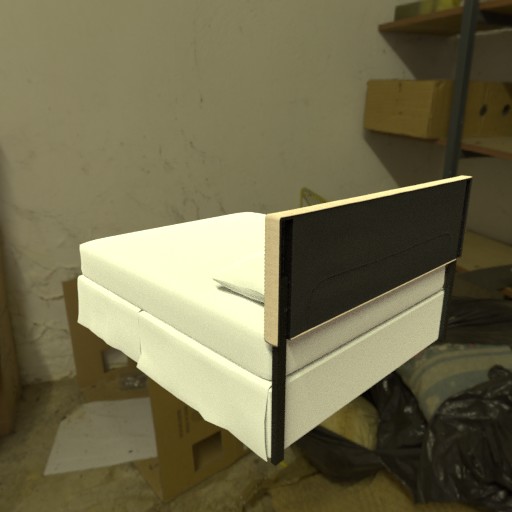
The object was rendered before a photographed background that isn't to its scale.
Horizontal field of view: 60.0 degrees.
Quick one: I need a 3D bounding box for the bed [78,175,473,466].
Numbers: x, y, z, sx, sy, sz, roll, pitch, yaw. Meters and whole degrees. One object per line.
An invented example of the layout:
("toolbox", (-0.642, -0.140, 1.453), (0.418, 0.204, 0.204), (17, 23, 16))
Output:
("bed", (0.000, 0.000, 2.758), (1.616, 1.016, 1.876), (-16, 23, -41))
